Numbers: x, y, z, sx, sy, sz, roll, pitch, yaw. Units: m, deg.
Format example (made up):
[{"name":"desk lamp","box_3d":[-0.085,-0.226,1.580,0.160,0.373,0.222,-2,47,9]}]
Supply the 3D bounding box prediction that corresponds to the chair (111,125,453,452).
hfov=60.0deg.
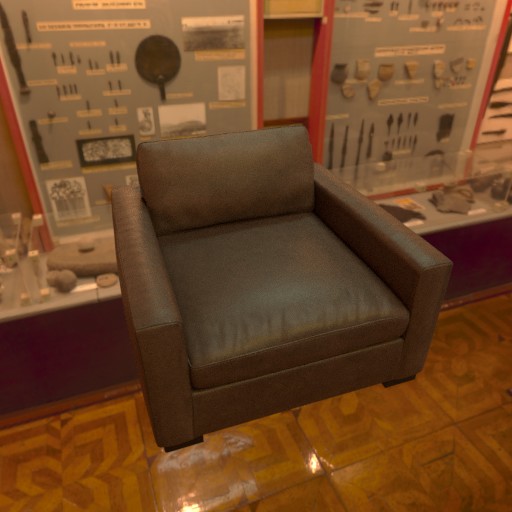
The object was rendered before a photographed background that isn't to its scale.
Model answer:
[{"name":"chair","box_3d":[0.000,0.000,1.829,1.100,0.812,1.069,-10,33,-16]}]
